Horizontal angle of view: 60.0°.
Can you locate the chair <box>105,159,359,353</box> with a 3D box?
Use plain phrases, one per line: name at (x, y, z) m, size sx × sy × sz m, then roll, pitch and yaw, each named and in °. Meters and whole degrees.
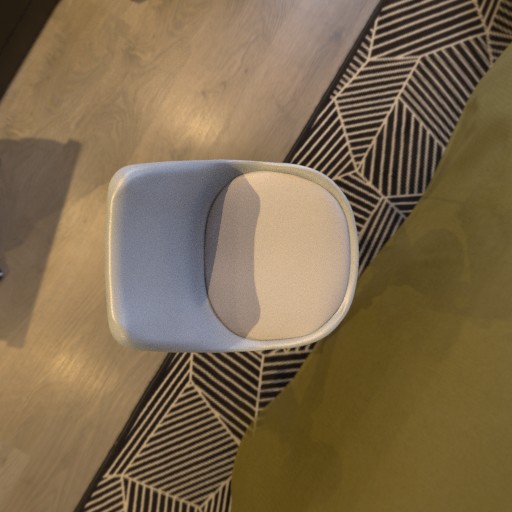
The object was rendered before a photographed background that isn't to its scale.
chair at (0.000, 0.000, 1.182) m, size 0.550 × 0.850 × 0.485 m, roll 0°, pitch 90°, yaw -2°
